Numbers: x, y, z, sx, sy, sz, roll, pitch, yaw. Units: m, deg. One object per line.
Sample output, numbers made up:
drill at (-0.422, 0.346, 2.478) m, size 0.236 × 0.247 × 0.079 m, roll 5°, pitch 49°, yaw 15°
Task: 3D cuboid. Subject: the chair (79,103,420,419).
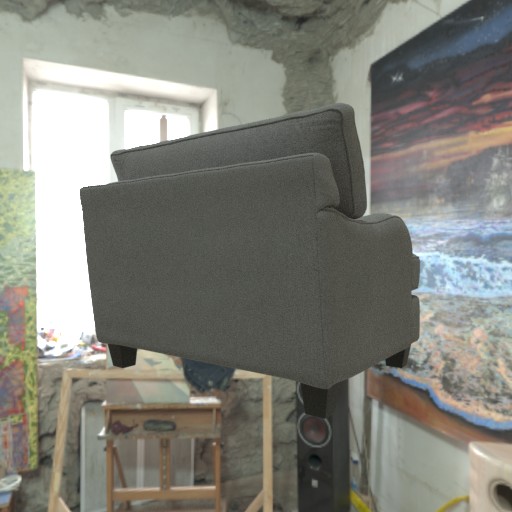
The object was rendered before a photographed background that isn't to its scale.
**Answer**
chair at (0.000, 0.000, 2.017) m, size 1.220 × 1.016 × 1.041 m, roll 1°, pitch 1°, yaw 36°
